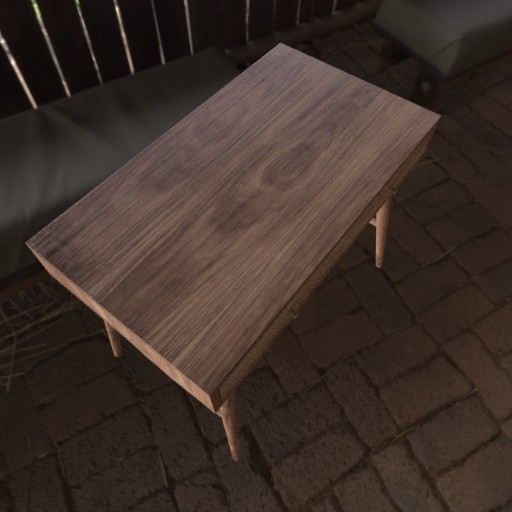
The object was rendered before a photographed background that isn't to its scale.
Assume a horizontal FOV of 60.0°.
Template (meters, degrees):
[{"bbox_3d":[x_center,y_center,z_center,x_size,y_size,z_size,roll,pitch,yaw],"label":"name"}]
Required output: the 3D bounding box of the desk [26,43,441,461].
[{"bbox_3d":[0.000,0.000,1.408,0.588,0.758,0.949,34,64,19],"label":"desk"}]
